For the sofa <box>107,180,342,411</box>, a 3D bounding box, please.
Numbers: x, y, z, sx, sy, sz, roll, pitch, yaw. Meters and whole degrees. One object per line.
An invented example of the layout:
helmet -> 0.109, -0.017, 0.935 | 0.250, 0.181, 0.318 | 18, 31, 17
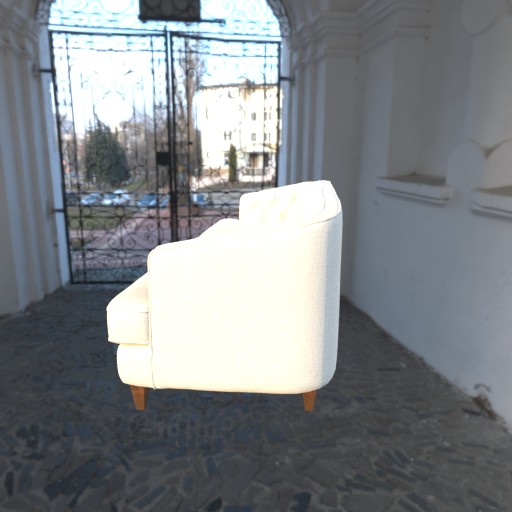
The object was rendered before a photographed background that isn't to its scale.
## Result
sofa -> 0.000, 0.000, 2.757 | 0.941, 0.855, 2.278 | 2, 13, 7
